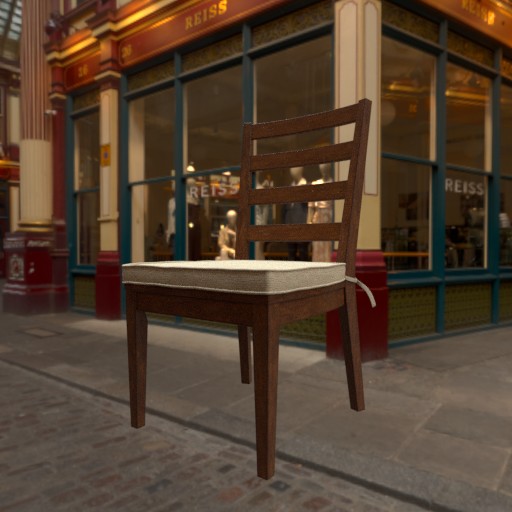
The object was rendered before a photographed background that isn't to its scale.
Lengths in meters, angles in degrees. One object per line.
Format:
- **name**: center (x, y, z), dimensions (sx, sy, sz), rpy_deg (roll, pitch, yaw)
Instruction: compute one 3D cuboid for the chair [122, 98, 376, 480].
- **chair**: center (0.000, 0.000, 1.339), dimensions (0.593, 0.979, 0.595), rpy_deg (1, 2, 37)
